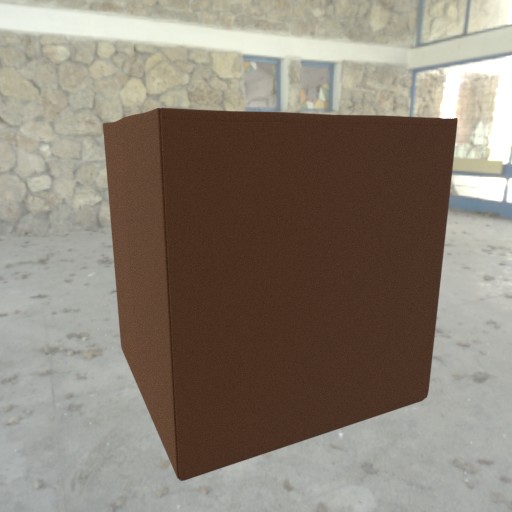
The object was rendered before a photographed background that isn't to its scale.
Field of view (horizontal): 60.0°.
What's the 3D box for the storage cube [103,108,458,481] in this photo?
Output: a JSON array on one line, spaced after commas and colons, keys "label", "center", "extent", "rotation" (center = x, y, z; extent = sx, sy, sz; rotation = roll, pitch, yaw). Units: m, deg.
[{"label": "storage cube", "center": [0.000, 0.000, 0.480], "extent": [0.270, 0.280, 0.270], "rotation": [-7, 16, -25]}]
